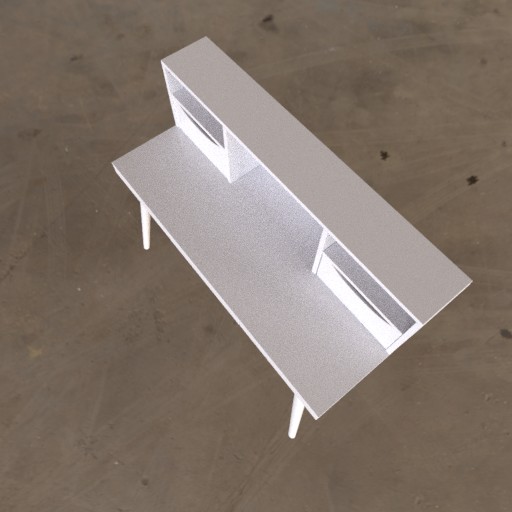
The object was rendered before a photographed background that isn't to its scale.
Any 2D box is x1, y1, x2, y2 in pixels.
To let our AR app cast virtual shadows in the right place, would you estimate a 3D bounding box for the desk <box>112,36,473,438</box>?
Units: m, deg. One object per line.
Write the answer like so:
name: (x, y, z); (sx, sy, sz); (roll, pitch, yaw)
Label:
desk: (0.000, 0.000, 1.743); (0.559, 0.990, 1.199); (-36, 69, -16)
